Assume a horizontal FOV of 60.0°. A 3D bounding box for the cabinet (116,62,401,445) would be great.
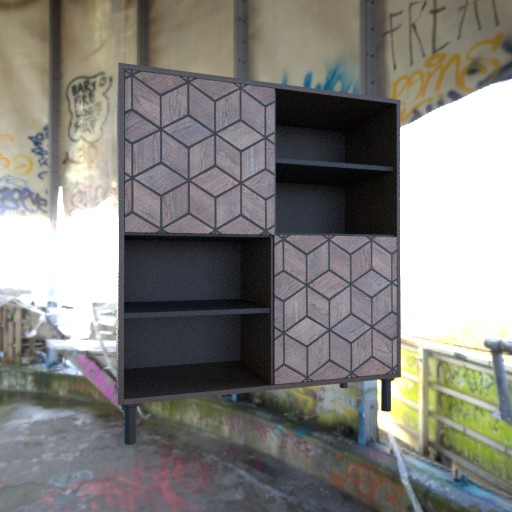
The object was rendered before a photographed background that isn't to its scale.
[{"bbox_3d":[0.000,0.000,1.689,1.010,1.170,0.400,0,0,-18],"label":"cabinet"}]
